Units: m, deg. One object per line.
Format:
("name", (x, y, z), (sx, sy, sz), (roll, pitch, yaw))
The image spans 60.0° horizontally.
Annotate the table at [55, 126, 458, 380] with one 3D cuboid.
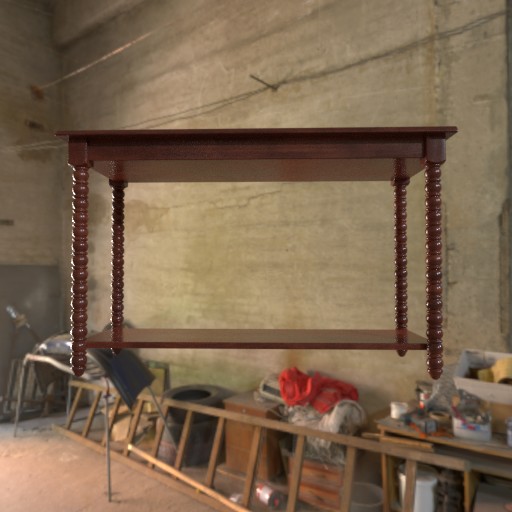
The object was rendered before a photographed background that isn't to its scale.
("table", (0.000, 0.000, 1.510), (1.184, 0.740, 0.459), (0, -2, 2))
